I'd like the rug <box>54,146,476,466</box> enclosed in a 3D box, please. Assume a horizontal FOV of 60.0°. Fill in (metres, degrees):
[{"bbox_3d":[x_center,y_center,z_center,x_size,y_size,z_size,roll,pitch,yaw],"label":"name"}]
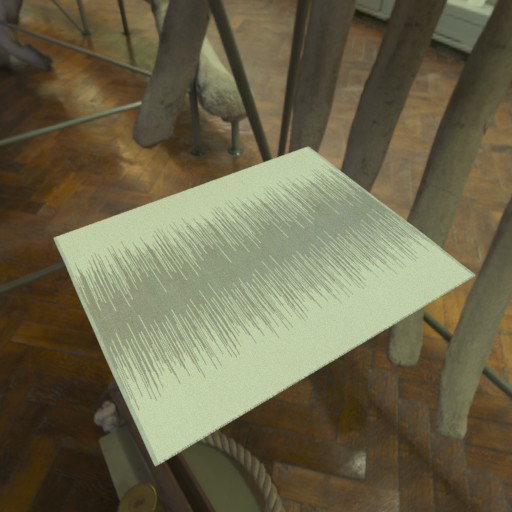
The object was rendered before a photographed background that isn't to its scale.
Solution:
[{"bbox_3d":[0.000,0.000,4.053,3.037,0.010,2.453,-24,50,-22],"label":"rug"}]
